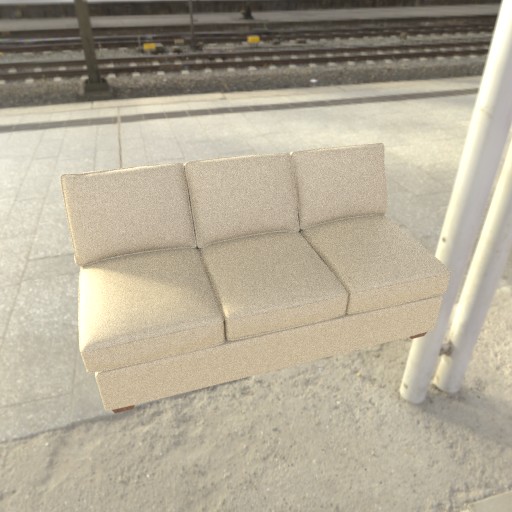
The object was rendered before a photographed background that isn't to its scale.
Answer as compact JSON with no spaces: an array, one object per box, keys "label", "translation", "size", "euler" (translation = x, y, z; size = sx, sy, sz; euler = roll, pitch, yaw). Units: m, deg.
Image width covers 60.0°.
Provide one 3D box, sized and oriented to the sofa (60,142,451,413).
[{"label":"sofa","translation":[0.000,0.000,2.553],"size":[1.962,0.973,1.027],"euler":[-10,34,-15]}]
